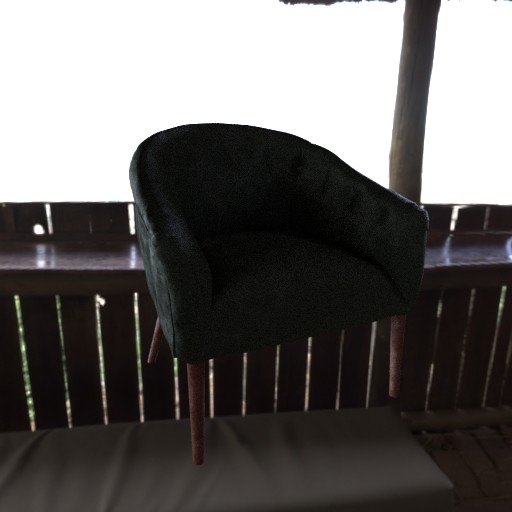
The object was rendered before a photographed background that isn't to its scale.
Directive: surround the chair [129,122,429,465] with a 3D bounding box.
[{"bbox_3d":[0.000,0.000,1.507,0.851,0.885,0.776,-8,17,-26],"label":"chair"}]
